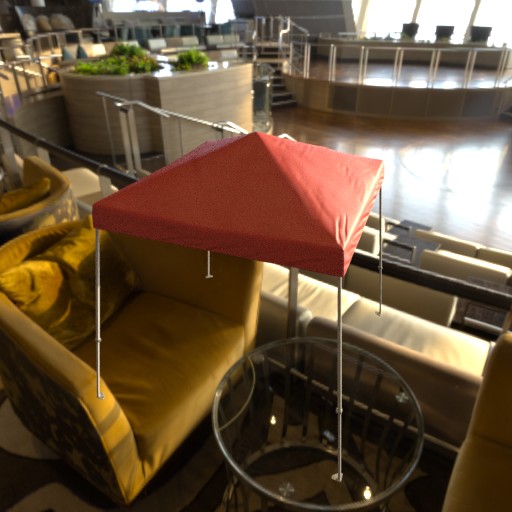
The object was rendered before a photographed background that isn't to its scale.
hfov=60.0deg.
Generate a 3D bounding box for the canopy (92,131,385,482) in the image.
[{"bbox_3d":[0.000,0.000,6.465,3.599,3.600,3.600,11,32,18],"label":"canopy"}]
